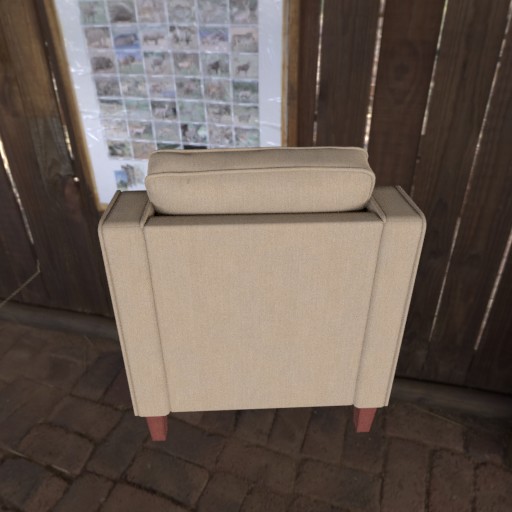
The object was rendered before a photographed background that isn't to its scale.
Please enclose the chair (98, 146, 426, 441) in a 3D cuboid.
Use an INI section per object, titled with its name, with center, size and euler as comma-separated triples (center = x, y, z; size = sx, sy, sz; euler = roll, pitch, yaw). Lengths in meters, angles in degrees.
[chair]
center = 0.000, 0.000, 1.662
size = 0.831, 0.960, 0.909
euler = -1, 30, -2
